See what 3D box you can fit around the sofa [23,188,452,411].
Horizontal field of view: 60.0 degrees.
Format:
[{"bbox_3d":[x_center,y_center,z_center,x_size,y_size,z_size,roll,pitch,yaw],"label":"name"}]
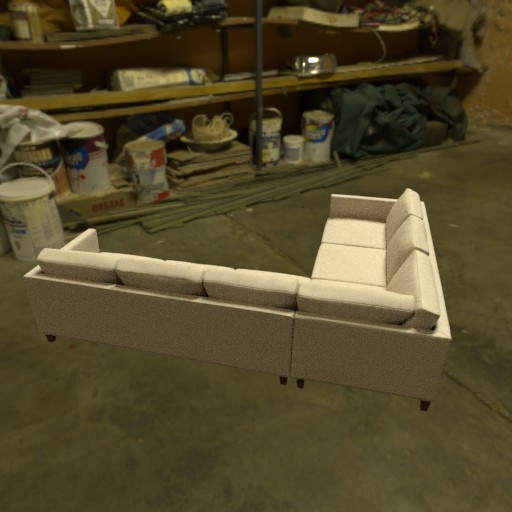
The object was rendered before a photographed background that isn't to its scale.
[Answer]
[{"bbox_3d":[0.000,0.000,4.272,3.182,0.863,2.432,7,30,12],"label":"sofa"}]
